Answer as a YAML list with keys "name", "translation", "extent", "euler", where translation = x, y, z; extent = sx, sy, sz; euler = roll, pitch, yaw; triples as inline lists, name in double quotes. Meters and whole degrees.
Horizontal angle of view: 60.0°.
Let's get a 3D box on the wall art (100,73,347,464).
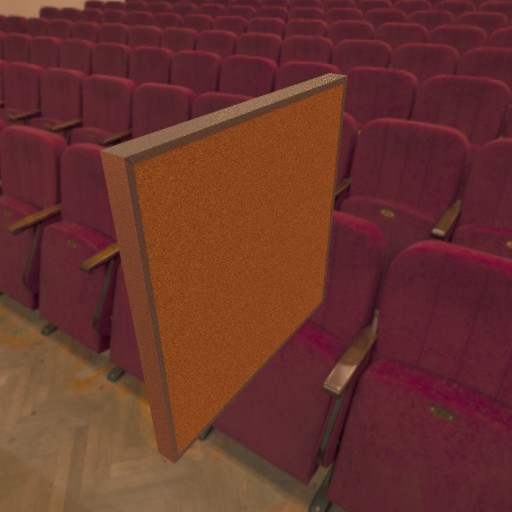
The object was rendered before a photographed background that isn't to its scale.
- name: "wall art"
  translation: [0.000, 0.000, 0.518]
  extent: [0.028, 0.349, 0.349]
  euler: [21, 38, 29]
